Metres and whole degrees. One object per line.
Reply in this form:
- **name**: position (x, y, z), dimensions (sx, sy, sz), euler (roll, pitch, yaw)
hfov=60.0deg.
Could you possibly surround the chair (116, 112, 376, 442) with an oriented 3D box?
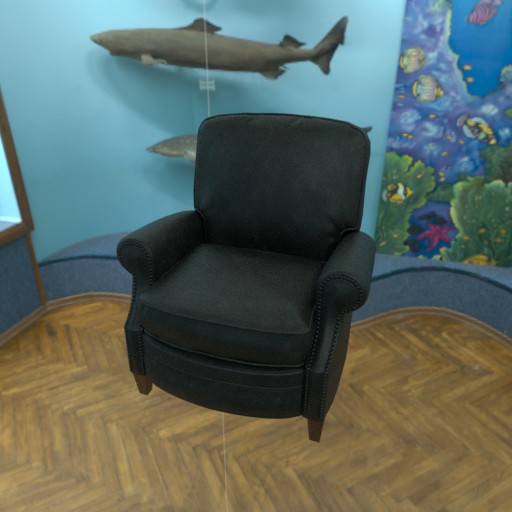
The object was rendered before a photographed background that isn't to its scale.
- **chair**: position (0.000, 0.000, 1.788), dimensions (0.936, 1.018, 0.986), euler (9, 28, 17)
